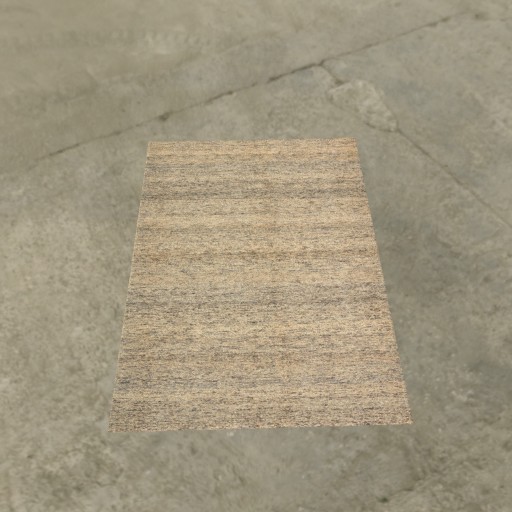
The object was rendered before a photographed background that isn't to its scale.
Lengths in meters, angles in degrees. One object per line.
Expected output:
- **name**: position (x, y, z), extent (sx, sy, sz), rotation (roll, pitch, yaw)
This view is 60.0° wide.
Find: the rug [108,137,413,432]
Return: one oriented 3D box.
- **rug**: position (0.000, 0.000, 4.344), extent (2.414, 0.036, 3.199), rotation (-1, 58, -1)
